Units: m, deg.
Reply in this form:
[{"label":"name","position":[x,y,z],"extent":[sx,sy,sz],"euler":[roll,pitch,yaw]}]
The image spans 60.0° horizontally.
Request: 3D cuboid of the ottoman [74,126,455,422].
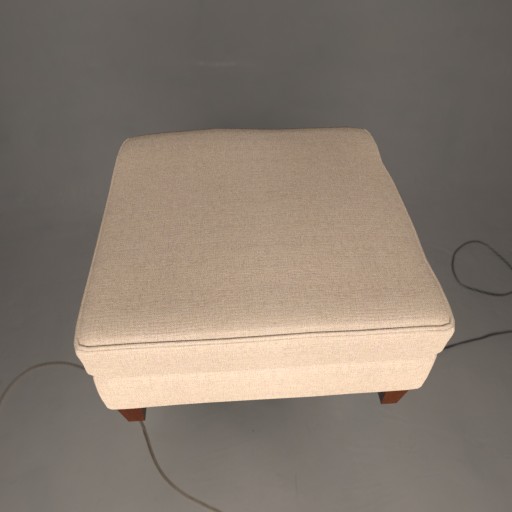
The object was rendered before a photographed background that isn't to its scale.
[{"label":"ottoman","position":[0.000,0.000,1.343],"extent":[0.838,0.481,0.838],"euler":[-3,47,-3]}]
